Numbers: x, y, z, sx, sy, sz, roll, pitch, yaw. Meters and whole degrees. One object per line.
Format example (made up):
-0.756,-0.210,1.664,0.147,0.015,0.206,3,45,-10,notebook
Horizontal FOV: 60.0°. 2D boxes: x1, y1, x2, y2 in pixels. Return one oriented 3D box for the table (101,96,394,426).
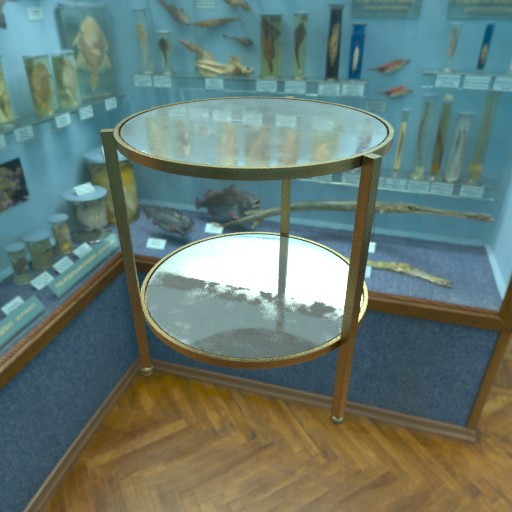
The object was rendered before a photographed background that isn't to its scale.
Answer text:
0.000,0.000,0.451,0.231,0.269,0.243,10,32,16,table
